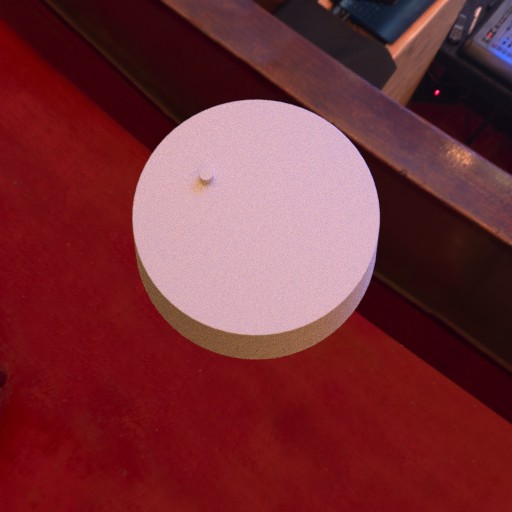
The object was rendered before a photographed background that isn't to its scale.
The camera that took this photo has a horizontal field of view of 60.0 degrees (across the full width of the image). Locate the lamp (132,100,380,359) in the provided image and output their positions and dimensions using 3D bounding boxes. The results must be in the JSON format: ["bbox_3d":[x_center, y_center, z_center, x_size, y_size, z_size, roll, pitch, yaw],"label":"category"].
[{"bbox_3d":[0.000,0.000,0.642,0.291,0.429,0.291,0,77,0],"label":"lamp"}]
